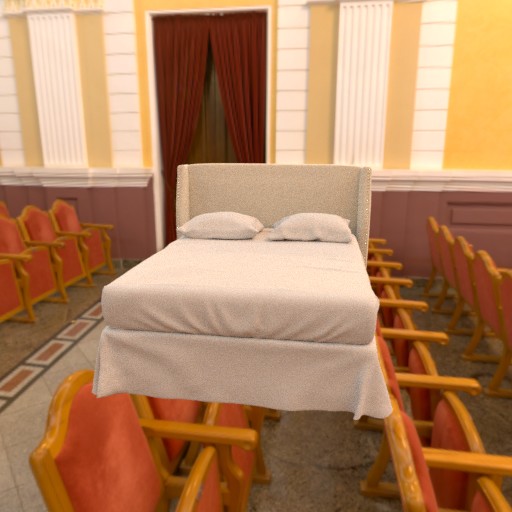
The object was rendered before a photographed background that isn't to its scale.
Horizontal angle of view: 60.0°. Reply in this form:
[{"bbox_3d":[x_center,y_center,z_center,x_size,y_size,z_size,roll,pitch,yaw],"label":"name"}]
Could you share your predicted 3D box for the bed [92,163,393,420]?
[{"bbox_3d":[0.000,0.000,3.520,1.925,1.332,2.276,2,15,8],"label":"bed"}]
